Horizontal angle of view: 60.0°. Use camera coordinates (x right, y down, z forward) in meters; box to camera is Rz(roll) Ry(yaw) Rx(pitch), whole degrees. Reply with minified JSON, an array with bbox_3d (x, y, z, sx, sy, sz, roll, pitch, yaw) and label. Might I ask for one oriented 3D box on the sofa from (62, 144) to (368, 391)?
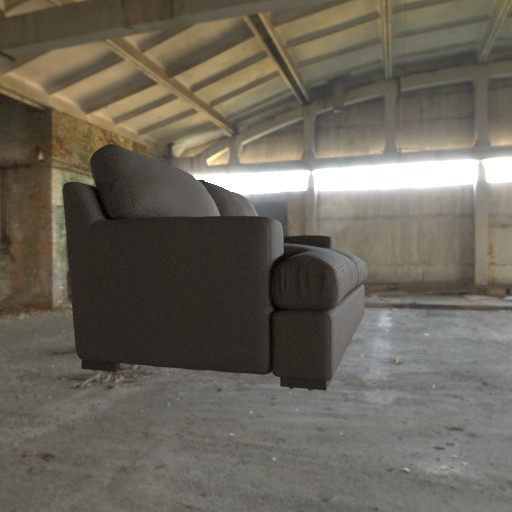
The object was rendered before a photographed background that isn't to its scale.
[{"bbox_3d":[0.000,0.000,2.519,1.143,0.940,1.880,0,0,17],"label":"sofa"}]
